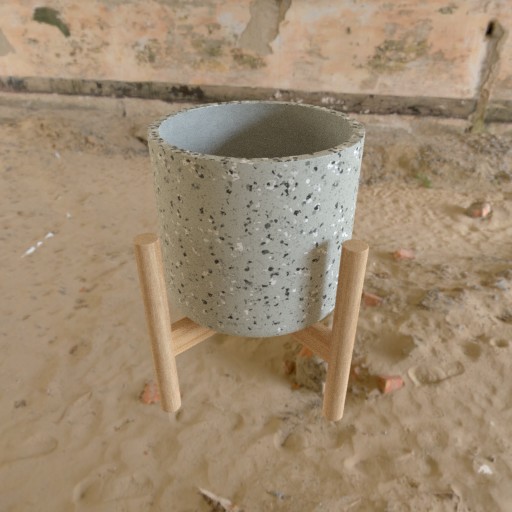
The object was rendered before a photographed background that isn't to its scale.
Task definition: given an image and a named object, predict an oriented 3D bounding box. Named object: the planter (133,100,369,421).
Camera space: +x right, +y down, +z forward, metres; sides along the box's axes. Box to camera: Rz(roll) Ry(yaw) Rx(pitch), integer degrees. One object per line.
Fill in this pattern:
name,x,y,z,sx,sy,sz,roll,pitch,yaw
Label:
planter,0.000,0.000,0.545,0.284,0.320,0.284,-10,33,-16
